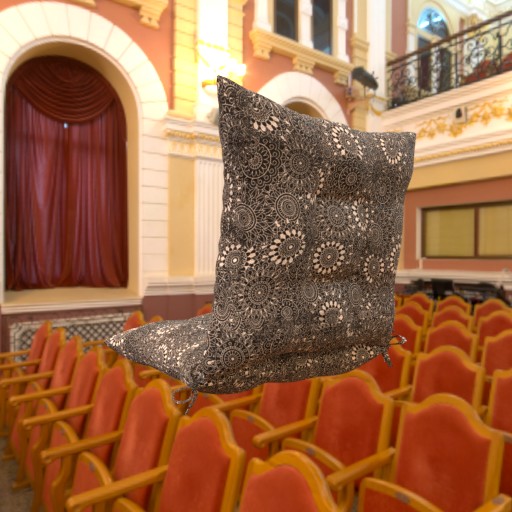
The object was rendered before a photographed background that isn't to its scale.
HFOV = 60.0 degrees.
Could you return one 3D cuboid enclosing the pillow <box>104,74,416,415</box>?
[{"bbox_3d":[0.000,0.000,1.003,0.541,0.536,0.585,0,0,-36],"label":"pillow"}]
